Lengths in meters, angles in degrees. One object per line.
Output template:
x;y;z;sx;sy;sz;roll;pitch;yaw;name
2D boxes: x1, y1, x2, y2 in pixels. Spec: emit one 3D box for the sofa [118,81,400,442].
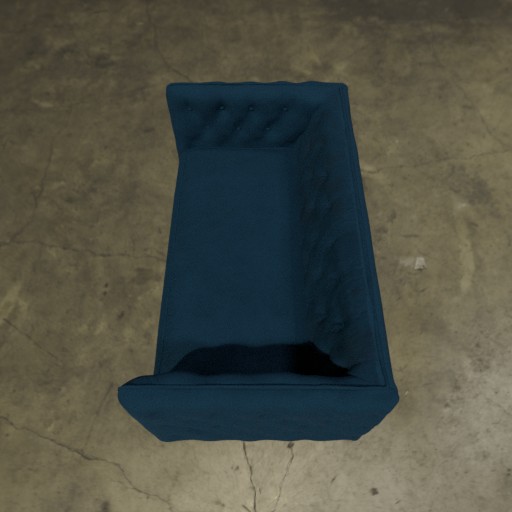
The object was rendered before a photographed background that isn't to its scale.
0.000;0.000;2.088;0.909;0.810;1.583;0;59;0;sofa
